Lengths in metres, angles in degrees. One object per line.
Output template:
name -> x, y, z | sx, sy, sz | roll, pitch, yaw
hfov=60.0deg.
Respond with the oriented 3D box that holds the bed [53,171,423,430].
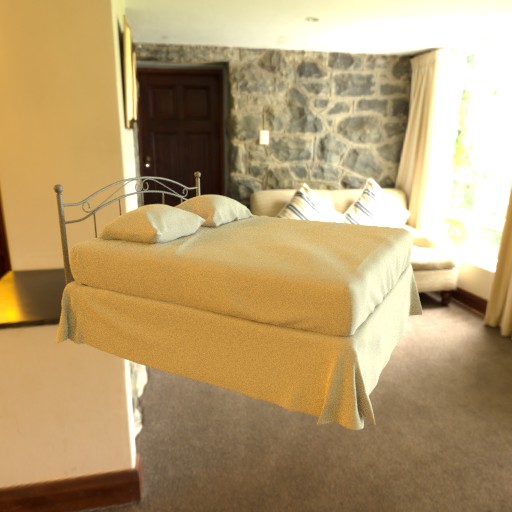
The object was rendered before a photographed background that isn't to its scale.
bed -> 0.000, 0.000, 3.257 | 2.215, 1.080, 1.936 | 7, 16, 27
